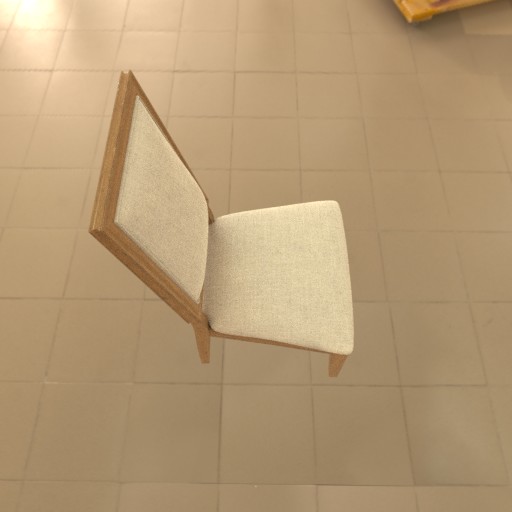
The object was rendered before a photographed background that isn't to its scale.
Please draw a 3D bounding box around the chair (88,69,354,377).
[{"bbox_3d":[0.000,0.000,1.321,0.601,0.988,0.536,0,63,0],"label":"chair"}]
